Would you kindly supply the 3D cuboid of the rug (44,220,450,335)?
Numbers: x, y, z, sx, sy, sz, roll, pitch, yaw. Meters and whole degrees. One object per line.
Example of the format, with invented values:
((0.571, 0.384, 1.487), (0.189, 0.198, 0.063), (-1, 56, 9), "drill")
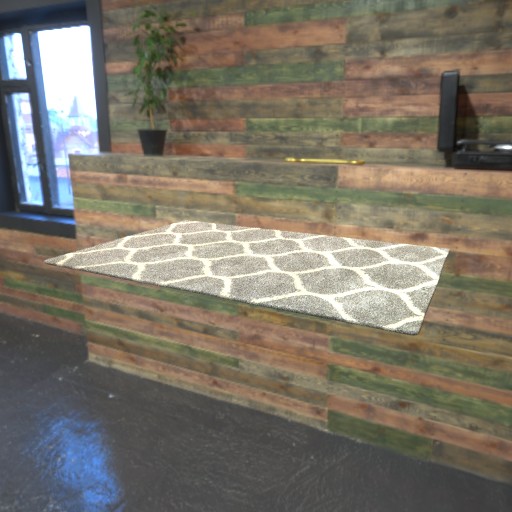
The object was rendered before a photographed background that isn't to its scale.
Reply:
((0.000, 0.000, 3.505), (2.701, 0.026, 1.801), (8, 18, 26), "rug")
